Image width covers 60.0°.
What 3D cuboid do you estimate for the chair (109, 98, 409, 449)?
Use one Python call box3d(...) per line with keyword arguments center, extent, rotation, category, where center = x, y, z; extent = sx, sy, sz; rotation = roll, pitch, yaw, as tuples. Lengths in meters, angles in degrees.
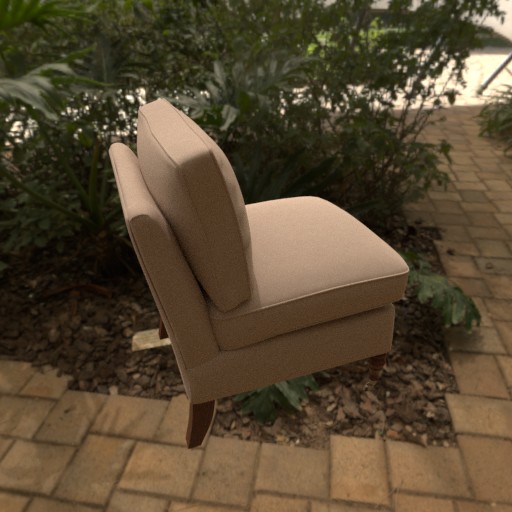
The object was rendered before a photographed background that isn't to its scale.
box3d(center=(0.000, 0.000, 1.664), extent=(0.912, 1.052, 0.724), rotation=(-10, 31, -17), category="chair")
